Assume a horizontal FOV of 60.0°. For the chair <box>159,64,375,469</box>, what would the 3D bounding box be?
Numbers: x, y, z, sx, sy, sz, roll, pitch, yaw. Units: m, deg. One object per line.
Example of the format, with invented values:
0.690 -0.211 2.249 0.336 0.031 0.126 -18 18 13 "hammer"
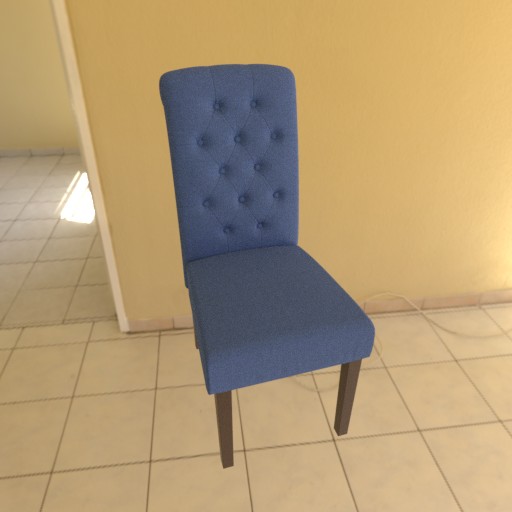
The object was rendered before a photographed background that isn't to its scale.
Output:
0.000 0.000 1.345 0.456 1.006 0.671 -9 32 -15 "chair"
